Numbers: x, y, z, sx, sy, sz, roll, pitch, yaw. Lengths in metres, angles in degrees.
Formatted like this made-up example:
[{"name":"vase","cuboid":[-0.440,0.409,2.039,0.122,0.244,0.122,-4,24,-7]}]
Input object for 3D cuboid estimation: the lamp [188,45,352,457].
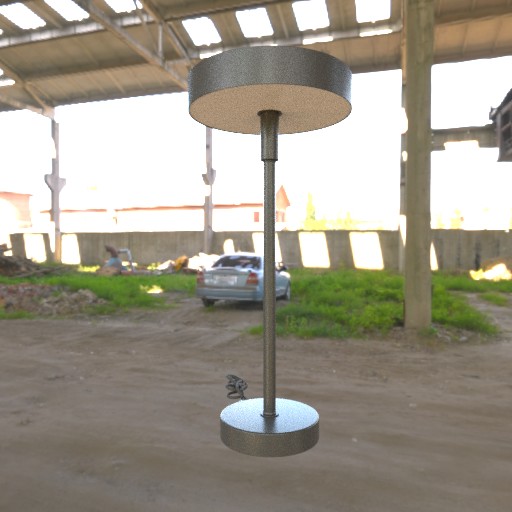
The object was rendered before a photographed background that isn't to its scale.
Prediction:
[{"name":"lamp","cuboid":[0.000,0.000,0.696,0.229,0.508,0.369,0,1,-16]}]
